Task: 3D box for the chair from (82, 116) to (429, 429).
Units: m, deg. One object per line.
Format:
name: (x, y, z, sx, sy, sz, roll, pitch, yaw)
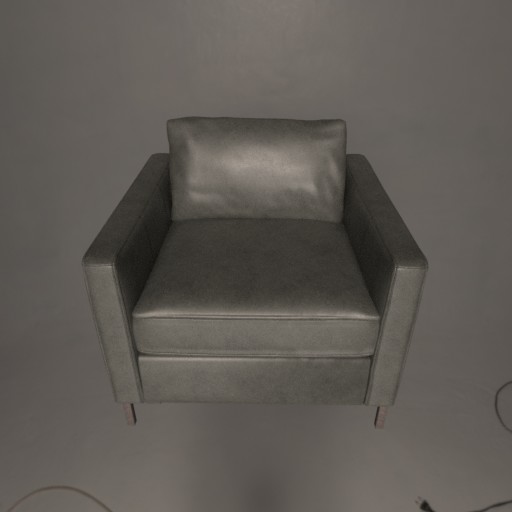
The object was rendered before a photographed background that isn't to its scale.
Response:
chair: (0.000, 0.000, 1.505, 0.967, 0.824, 0.861, 0, 31, 1)
